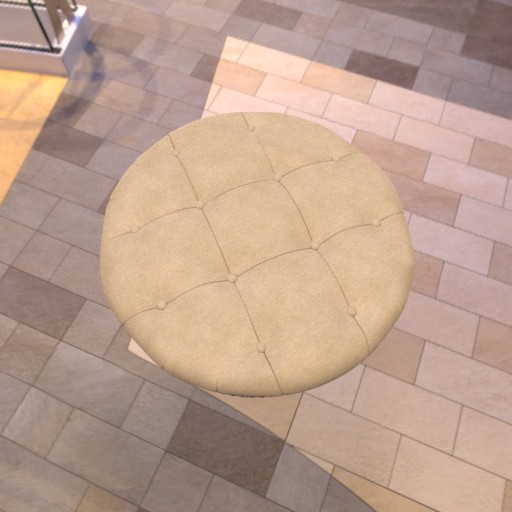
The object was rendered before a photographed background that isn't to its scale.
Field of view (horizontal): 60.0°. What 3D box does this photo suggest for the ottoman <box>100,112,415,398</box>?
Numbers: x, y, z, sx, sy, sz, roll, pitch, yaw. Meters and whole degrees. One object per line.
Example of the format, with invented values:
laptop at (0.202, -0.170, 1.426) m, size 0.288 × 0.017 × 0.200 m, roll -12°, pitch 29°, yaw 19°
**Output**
ottoman at (0.000, 0.000, 1.391) m, size 0.901 × 0.439 × 0.901 m, roll 0°, pitch 63°, yaw 0°
